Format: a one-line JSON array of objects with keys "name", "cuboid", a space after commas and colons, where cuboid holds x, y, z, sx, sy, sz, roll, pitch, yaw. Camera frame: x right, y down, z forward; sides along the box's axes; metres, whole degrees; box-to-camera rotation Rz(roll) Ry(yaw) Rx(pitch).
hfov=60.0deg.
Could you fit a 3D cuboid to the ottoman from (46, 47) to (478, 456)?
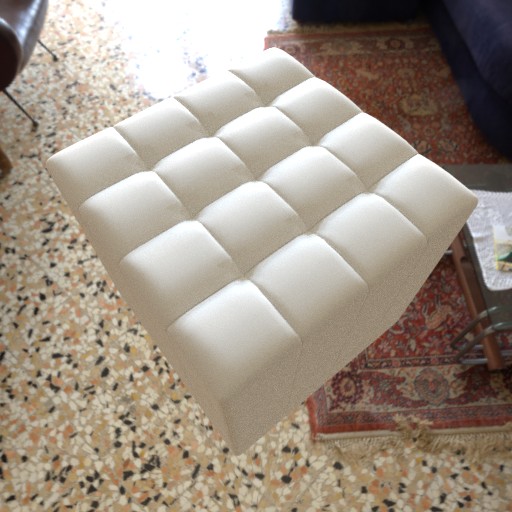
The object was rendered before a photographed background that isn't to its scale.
[{"name": "ottoman", "cuboid": [0.000, 0.000, 0.769, 0.425, 0.432, 0.425, -34, 64, -19]}]
